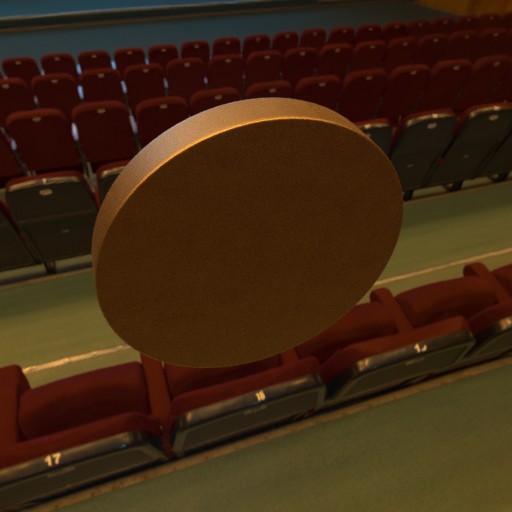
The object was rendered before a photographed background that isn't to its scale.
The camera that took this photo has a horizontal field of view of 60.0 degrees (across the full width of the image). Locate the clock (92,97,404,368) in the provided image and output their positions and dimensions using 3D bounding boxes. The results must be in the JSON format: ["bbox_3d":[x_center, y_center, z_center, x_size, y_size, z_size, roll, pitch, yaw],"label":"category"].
[{"bbox_3d":[0.000,0.000,0.453,0.314,0.314,0.040,-13,44,-14],"label":"clock"}]
